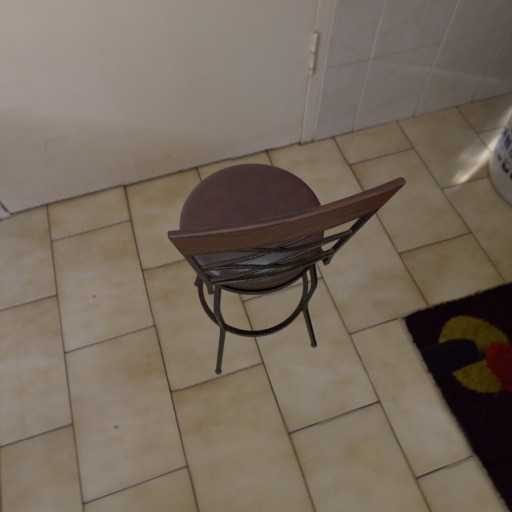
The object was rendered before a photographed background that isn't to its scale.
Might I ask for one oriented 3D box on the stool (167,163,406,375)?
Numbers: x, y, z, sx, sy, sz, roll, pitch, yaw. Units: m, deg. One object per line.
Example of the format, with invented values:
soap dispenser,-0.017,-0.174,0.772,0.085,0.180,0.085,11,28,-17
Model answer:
stool,0.000,0.000,1.393,0.448,1.130,0.513,-14,61,-8
